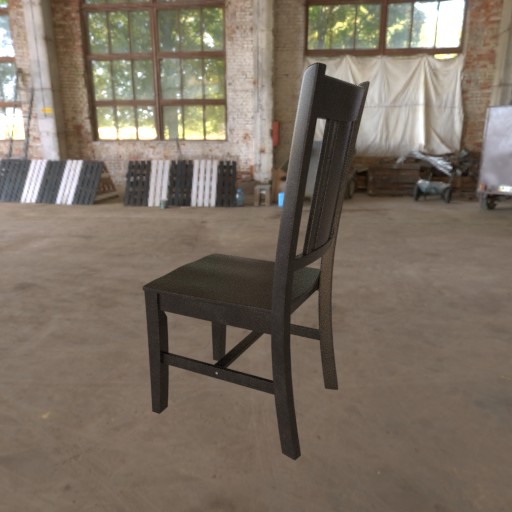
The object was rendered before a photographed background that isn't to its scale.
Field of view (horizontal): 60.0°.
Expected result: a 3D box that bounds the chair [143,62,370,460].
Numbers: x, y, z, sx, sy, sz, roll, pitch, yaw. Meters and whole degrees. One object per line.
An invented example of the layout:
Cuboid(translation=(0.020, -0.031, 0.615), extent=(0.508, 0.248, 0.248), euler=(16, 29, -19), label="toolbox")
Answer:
Cuboid(translation=(0.000, 0.000, 1.336), extent=(0.555, 0.998, 0.450), euler=(8, 18, 25), label="chair")
